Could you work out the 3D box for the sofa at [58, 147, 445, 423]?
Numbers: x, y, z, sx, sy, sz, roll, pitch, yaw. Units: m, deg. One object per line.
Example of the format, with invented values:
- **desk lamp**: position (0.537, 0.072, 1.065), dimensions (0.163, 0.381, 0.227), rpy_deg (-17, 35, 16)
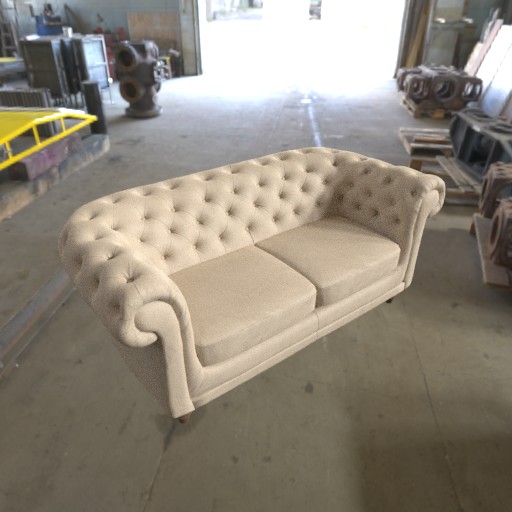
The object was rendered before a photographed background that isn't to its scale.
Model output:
- **sofa**: position (0.000, 0.000, 2.502), dimensions (1.988, 0.835, 1.069), rpy_deg (-21, 36, -32)
